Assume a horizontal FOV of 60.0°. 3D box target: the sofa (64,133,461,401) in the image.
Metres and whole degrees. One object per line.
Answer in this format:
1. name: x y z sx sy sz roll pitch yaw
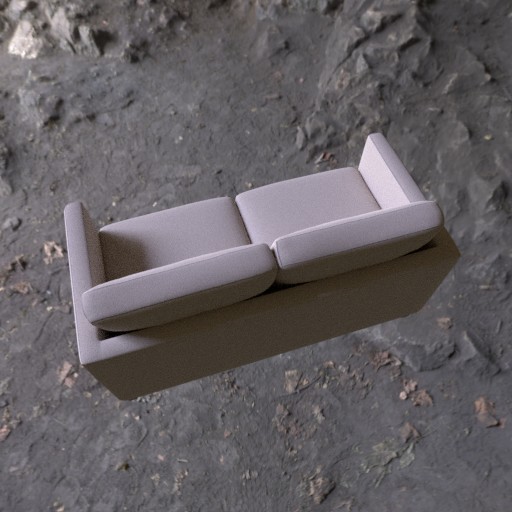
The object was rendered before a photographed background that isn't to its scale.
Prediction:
1. sofa: 0.000 0.000 2.289 1.722 0.888 0.873 -15 60 -9
